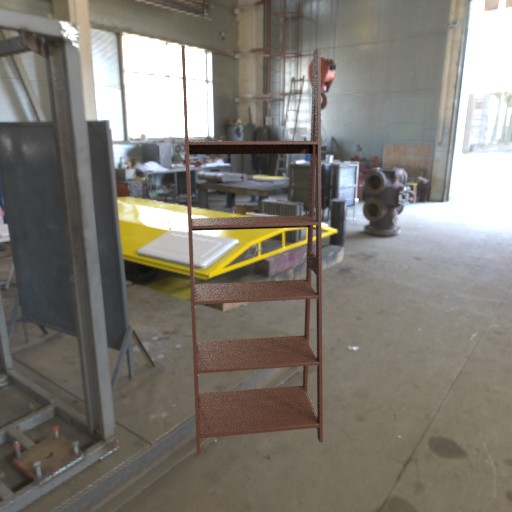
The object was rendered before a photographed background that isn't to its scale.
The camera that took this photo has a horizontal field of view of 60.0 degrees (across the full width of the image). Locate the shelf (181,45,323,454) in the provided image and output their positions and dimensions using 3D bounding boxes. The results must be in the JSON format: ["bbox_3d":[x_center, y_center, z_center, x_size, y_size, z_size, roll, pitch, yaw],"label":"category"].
[{"bbox_3d":[0.000,0.000,2.002,0.600,1.770,0.350,-2,16,-8],"label":"shelf"}]
